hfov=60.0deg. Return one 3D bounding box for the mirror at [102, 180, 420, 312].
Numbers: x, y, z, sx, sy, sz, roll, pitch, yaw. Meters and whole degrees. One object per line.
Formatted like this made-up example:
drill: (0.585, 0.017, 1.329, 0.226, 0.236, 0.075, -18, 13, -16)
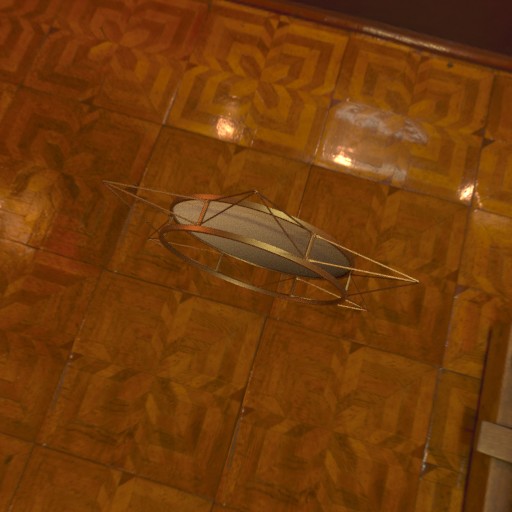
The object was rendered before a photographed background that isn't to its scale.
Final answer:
mirror: (0.000, 0.000, 0.799, 0.498, 0.581, 0.062, 18, 76, 5)
